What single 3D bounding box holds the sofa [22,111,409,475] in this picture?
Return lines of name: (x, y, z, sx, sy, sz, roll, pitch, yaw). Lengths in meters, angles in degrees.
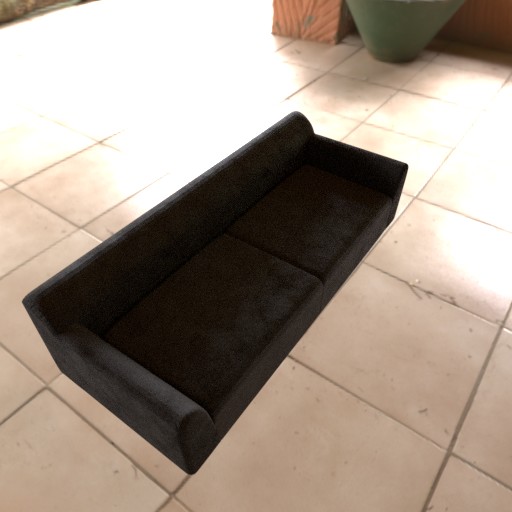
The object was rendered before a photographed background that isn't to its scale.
sofa: (0.000, 0.000, 2.557, 0.900, 0.740, 2.190, 26, 49, 25)
